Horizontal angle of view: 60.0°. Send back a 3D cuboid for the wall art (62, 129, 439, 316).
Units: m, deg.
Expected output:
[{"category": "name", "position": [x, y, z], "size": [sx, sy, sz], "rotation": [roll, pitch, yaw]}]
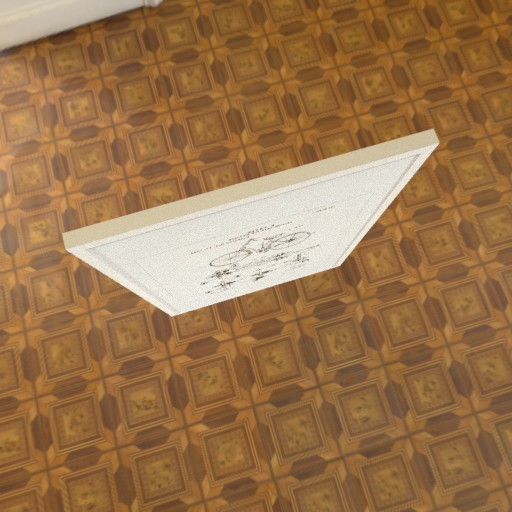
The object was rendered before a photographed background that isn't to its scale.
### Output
[{"category": "wall art", "position": [0.000, 0.000, 0.608], "size": [0.332, 0.477, 0.015], "rotation": [-16, 76, -4]}]
